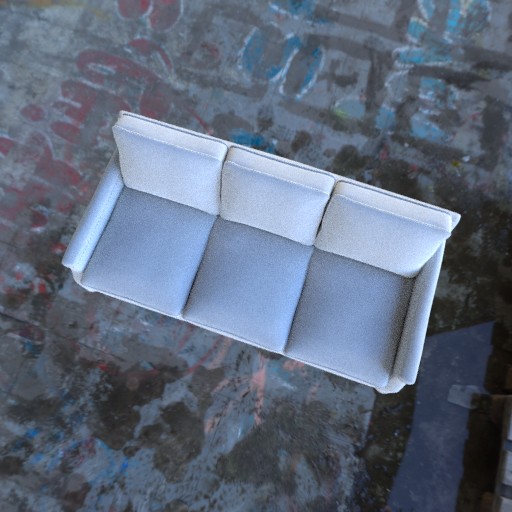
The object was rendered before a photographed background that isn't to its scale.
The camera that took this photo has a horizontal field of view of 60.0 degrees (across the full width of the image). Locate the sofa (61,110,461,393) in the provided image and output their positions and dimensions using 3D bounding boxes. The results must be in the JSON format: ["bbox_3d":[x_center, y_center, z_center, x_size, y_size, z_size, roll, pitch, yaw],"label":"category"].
[{"bbox_3d":[0.000,0.000,2.872,2.246,1.003,1.084,18,75,5],"label":"sofa"}]
